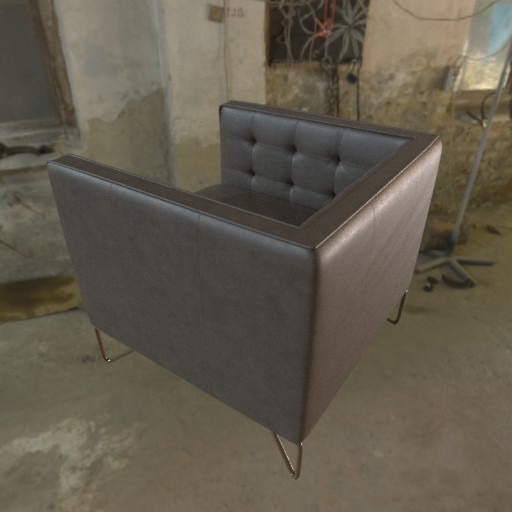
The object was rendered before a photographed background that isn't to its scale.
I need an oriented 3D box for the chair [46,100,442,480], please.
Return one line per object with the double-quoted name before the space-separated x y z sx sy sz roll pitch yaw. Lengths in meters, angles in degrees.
"chair" 0.000 0.000 1.535 0.894 0.790 0.880 21 38 29
